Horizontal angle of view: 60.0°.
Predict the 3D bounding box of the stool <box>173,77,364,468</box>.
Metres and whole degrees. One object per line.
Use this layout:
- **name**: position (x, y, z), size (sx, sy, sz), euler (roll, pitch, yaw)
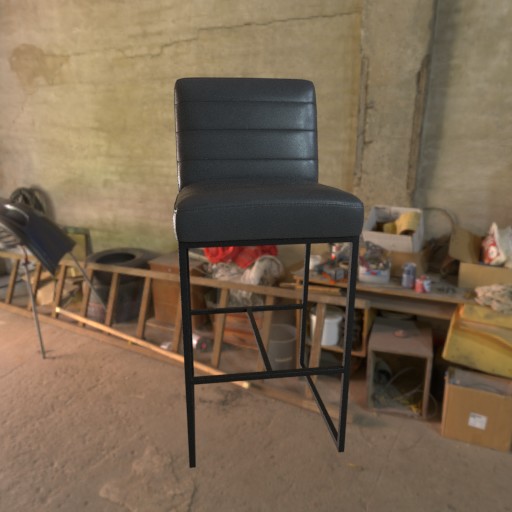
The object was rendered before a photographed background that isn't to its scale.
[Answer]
- **stool**: position (0.000, 0.000, 1.328), size (0.457, 1.040, 0.552), euler (-2, 16, -8)
